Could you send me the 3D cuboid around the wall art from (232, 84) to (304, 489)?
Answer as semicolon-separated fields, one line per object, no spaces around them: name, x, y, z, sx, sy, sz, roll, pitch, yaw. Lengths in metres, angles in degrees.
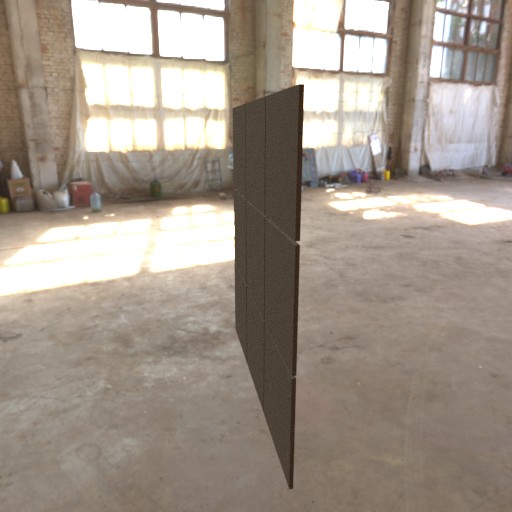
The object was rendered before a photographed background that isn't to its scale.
wall art;0.000;0.000;1.831;0.013;1.216;1.216;-3;16;-10
